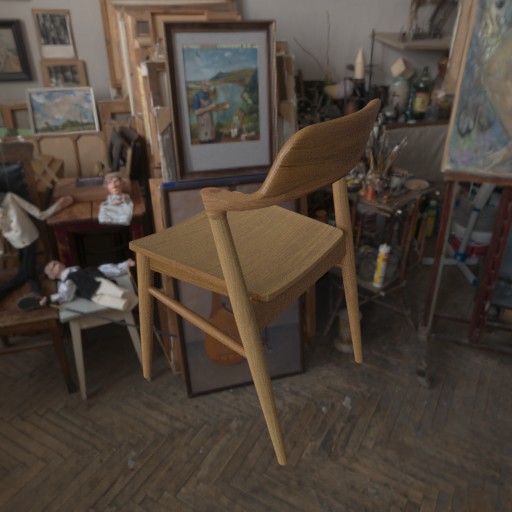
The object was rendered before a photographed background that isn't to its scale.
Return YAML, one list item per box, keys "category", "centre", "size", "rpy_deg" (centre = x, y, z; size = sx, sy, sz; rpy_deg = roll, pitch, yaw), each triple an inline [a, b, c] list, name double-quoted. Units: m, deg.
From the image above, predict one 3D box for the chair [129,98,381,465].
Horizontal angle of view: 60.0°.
- category: "chair"
  centre: [0.000, 0.000, 1.145]
  size: [0.499, 0.792, 0.512]
  rpy_deg: [21, 36, 31]
